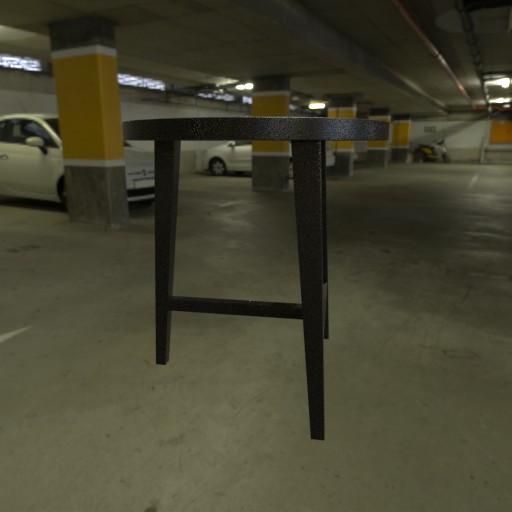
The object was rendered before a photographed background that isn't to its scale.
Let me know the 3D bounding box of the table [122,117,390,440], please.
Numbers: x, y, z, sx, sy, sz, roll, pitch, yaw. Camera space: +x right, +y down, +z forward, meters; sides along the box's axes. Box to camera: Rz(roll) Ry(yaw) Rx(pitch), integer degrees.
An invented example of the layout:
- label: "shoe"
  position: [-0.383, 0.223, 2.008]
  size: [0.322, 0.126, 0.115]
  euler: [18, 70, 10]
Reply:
- label: "table"
  position: [0.000, 0.000, 0.928]
  size: [0.500, 0.531, 0.500]
  euler: [0, 14, 0]
